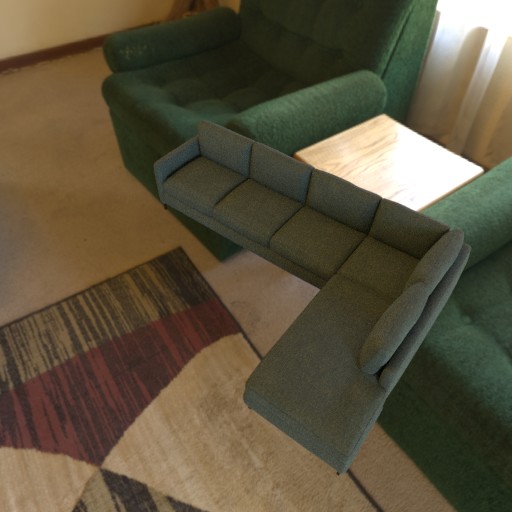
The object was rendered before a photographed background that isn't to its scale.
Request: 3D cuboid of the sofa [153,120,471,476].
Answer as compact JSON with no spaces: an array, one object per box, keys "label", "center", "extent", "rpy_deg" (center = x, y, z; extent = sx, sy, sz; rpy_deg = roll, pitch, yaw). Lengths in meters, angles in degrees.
[{"label":"sofa","center":[0.000,0.000,3.790],"extent":[2.949,0.815,2.007],"rpy_deg":[30,54,24]}]
